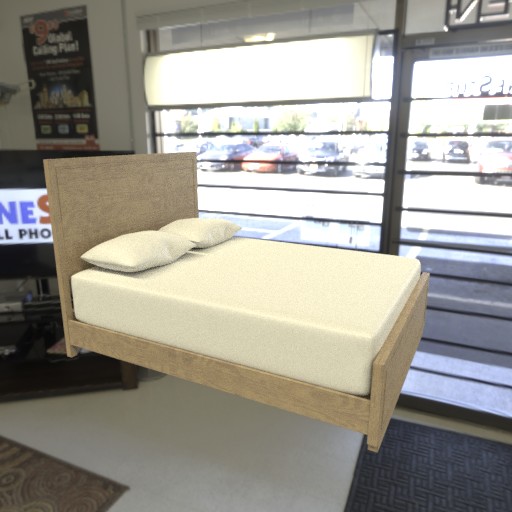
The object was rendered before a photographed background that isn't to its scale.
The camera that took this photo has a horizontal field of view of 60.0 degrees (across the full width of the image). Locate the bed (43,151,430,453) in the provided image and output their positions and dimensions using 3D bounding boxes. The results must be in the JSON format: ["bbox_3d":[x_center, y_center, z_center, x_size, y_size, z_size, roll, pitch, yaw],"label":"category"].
[{"bbox_3d":[0.000,0.000,3.169,2.189,1.369,1.606,8,17,27],"label":"bed"}]
